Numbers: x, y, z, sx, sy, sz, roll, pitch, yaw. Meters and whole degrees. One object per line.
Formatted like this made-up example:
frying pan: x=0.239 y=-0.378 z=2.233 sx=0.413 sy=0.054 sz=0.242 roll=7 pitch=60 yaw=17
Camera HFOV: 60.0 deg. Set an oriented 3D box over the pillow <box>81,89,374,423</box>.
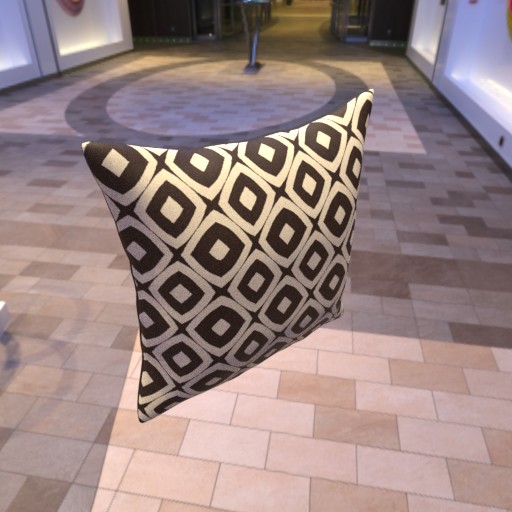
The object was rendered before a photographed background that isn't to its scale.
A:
pillow: x=0.000 y=0.000 z=0.767 sx=0.504 sy=0.494 sz=0.188 roll=-21 pitch=37 yaw=-31
